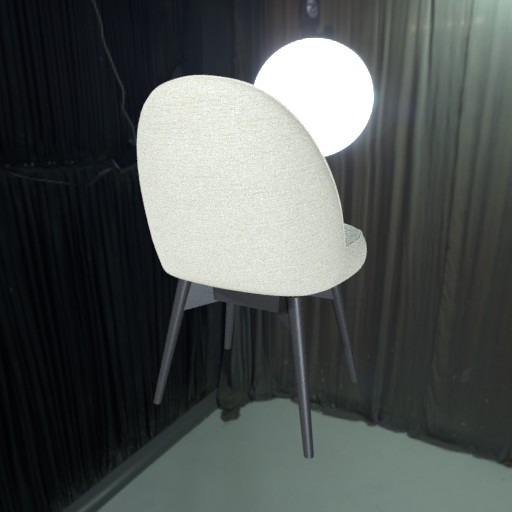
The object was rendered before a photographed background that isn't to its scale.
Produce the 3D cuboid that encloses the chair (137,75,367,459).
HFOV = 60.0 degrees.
[{"bbox_3d":[0.000,0.000,1.172,0.532,0.838,0.540,8,17,27],"label":"chair"}]
